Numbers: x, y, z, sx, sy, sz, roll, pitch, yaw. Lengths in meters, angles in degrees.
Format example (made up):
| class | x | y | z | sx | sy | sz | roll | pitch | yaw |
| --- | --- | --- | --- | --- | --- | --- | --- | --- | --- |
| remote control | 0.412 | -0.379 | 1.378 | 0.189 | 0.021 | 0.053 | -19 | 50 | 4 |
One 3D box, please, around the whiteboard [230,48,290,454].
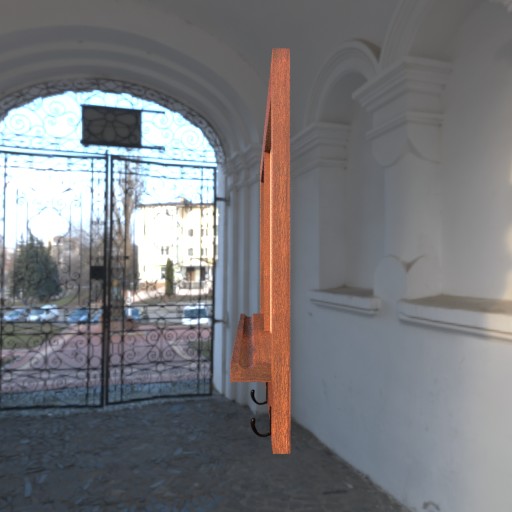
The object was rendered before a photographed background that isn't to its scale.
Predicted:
| class | x | y | z | sx | sy | sz | roll | pitch | yaw |
| --- | --- | --- | --- | --- | --- | --- | --- | --- | --- |
| whiteboard | 0.000 | 0.000 | 0.985 | 0.083 | 0.553 | 0.768 | 0 | -1 | -1 |
